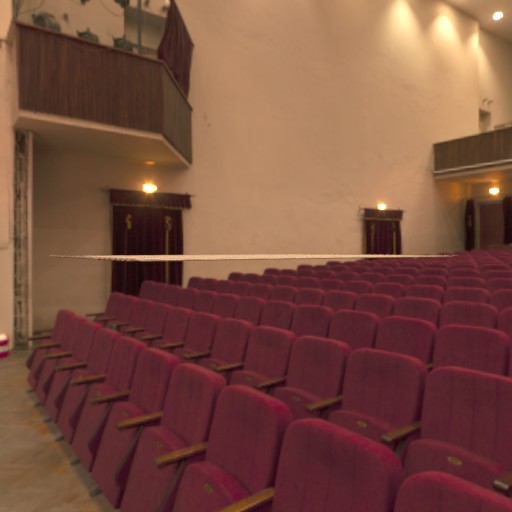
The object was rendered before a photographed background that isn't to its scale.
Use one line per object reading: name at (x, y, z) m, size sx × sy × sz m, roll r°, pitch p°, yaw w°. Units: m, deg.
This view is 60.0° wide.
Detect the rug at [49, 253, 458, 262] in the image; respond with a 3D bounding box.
rug at (0.000, 0.000, 3.929) m, size 3.040 × 0.017 × 2.030 m, roll -1°, pitch 1°, yaw -35°
